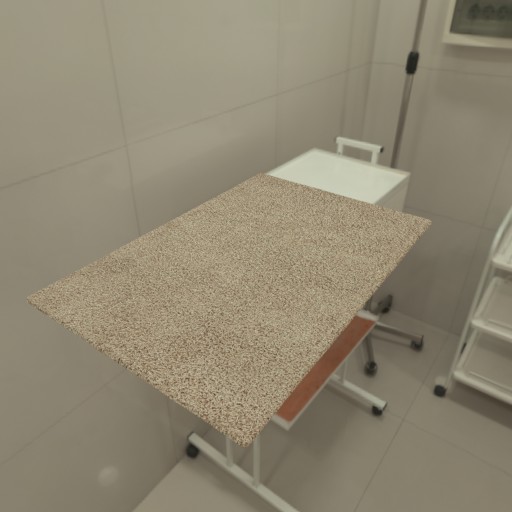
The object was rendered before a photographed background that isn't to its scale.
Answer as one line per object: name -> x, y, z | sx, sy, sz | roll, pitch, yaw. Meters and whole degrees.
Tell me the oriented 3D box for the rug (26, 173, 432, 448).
rug -> 0.000, 0.000, 2.251 | 1.219, 0.030, 1.778 | 22, 39, 30
